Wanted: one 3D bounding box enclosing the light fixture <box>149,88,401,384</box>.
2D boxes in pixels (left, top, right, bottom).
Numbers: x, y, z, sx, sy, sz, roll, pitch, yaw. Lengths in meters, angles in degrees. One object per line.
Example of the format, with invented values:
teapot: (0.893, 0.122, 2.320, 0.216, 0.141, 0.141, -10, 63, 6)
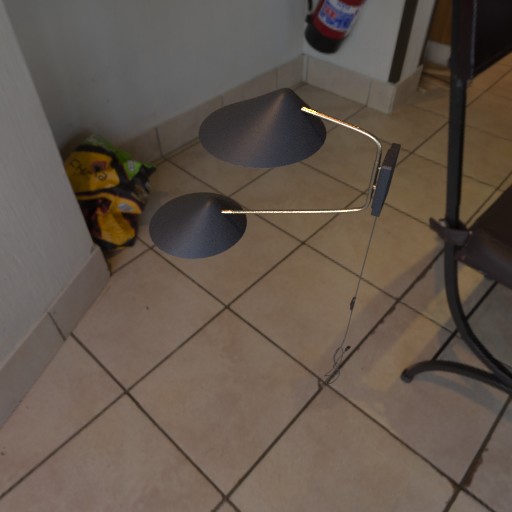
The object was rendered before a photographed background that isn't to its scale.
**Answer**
light fixture: (0.000, 0.000, 0.834, 0.422, 0.665, 0.189, 18, 49, 16)
